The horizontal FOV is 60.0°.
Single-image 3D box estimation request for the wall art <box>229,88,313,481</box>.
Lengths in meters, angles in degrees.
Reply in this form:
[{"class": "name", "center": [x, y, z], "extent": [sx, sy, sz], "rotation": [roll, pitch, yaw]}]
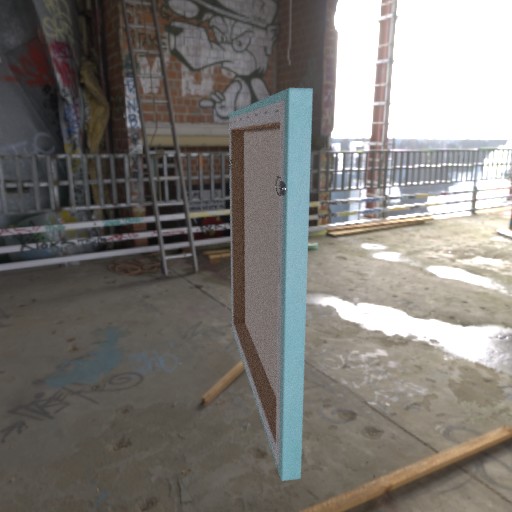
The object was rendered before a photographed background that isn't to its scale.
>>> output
[{"class": "wall art", "center": [0.000, 0.000, 1.656], "extent": [0.070, 1.073, 1.071], "rotation": [-3, 15, -10]}]
